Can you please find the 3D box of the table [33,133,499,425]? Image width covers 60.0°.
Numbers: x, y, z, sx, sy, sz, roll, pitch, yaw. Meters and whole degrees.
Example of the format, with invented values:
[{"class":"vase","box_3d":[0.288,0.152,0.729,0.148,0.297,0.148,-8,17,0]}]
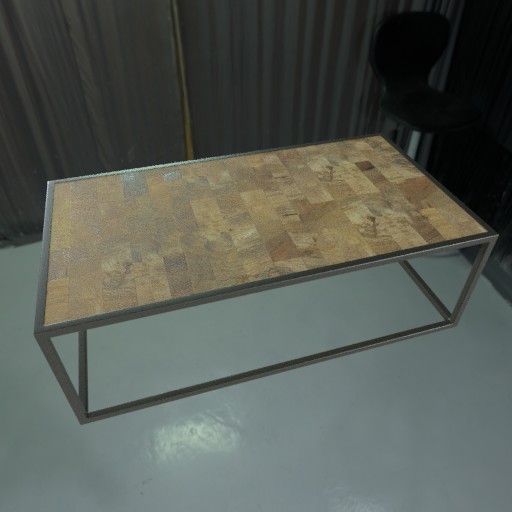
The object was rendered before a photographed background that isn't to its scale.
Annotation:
[{"class":"table","box_3d":[0.000,0.000,1.449,1.199,0.398,0.649,-11,43,-13]}]
